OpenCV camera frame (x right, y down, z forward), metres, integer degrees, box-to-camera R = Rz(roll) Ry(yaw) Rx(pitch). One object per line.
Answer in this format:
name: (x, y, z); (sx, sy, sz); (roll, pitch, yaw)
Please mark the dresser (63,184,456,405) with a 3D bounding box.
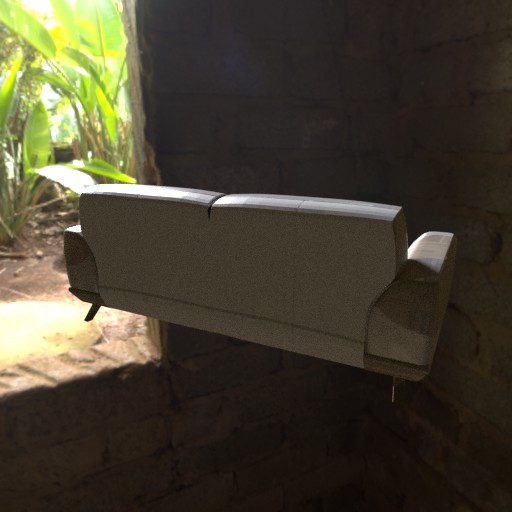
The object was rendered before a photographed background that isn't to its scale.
dresser: (0.000, 0.000, 5.810); (4.679, 1.863, 2.251); (8, 18, 26)
